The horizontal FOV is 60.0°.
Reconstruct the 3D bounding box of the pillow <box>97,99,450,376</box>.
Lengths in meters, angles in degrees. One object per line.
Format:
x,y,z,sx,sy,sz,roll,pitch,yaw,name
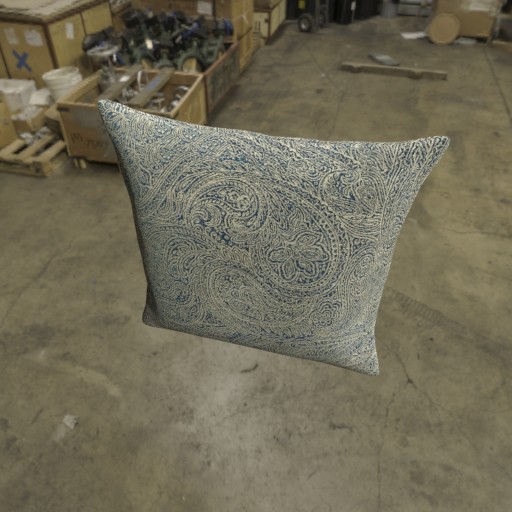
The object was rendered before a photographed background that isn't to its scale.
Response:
0.000,0.000,0.790,0.523,0.510,0.166,10,41,11,pillow
